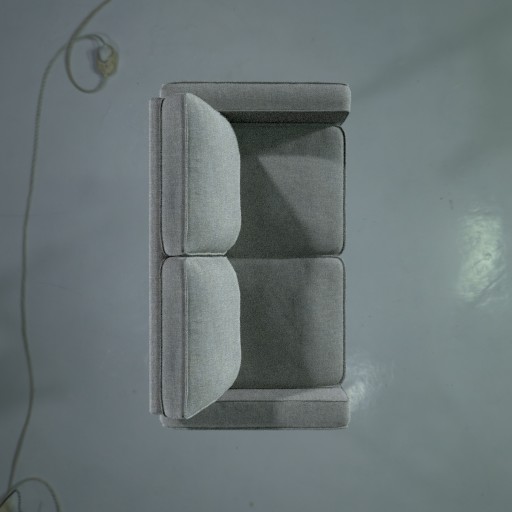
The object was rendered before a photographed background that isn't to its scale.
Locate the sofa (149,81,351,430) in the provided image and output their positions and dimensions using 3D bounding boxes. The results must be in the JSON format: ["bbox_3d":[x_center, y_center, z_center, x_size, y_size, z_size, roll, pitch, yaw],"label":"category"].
[{"bbox_3d":[0.000,0.000,2.290,0.945,0.915,1.706,0,90,-1],"label":"sofa"}]
